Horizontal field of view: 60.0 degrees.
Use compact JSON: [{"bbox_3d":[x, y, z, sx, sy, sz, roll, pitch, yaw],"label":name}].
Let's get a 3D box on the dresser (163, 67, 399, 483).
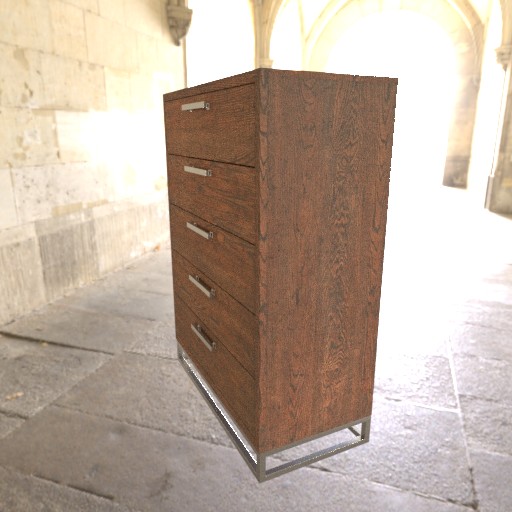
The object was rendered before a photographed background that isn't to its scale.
[{"bbox_3d":[0.000,0.000,1.848,0.508,1.321,0.965,-8,17,-25],"label":"dresser"}]
